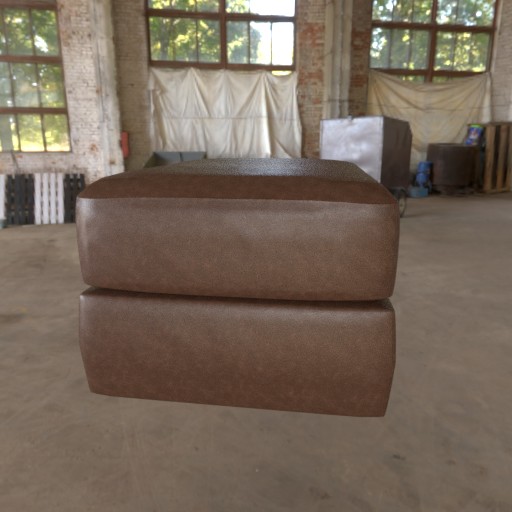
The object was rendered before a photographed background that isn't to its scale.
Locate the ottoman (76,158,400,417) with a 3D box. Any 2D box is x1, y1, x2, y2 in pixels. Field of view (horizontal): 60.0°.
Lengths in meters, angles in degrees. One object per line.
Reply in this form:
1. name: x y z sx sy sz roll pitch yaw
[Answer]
1. ottoman: 0.000 0.000 1.140 0.603 0.476 0.751 2 15 8
